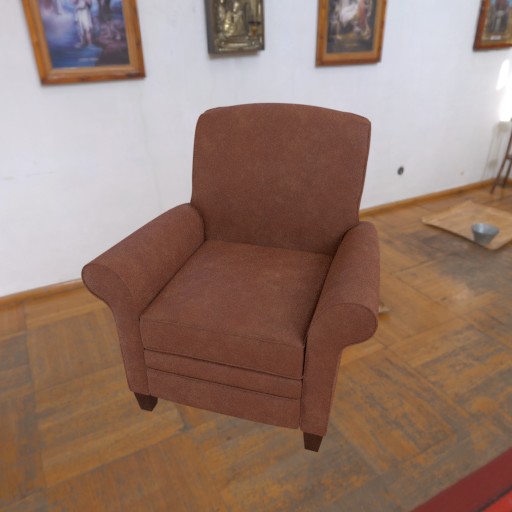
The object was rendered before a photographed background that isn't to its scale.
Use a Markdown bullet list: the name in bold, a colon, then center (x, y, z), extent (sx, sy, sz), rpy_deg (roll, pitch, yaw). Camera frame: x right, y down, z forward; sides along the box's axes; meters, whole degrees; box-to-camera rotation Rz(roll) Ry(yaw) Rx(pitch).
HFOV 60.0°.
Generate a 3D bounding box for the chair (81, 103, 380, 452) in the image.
- **chair**: center (0.000, 0.000, 1.773), extent (0.978, 1.061, 0.902), rpy_deg (8, 28, 15)
